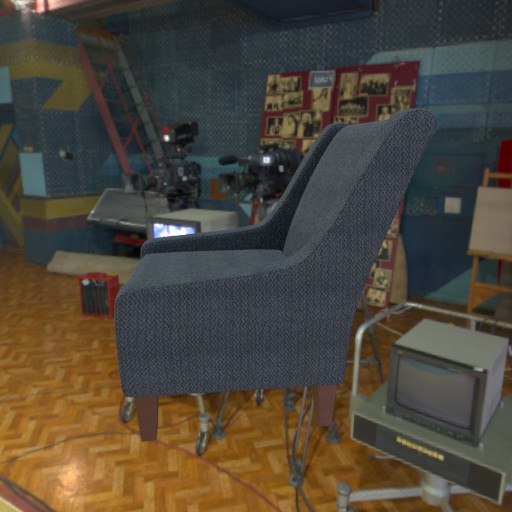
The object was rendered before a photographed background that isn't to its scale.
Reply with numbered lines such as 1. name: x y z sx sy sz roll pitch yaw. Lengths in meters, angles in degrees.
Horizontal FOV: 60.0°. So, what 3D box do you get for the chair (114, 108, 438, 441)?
1. chair: 0.000 0.000 1.675 0.944 1.012 0.793 -2 14 -8
